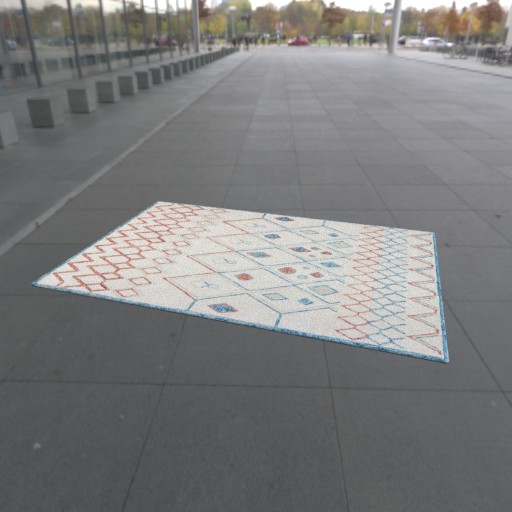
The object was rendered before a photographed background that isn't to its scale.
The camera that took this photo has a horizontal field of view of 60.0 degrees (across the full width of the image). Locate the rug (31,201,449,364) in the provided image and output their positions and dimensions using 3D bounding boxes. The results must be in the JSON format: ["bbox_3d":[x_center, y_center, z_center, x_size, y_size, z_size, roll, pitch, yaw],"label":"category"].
[{"bbox_3d":[0.000,0.000,2.346,1.829,0.016,1.219,8,28,16],"label":"rug"}]
